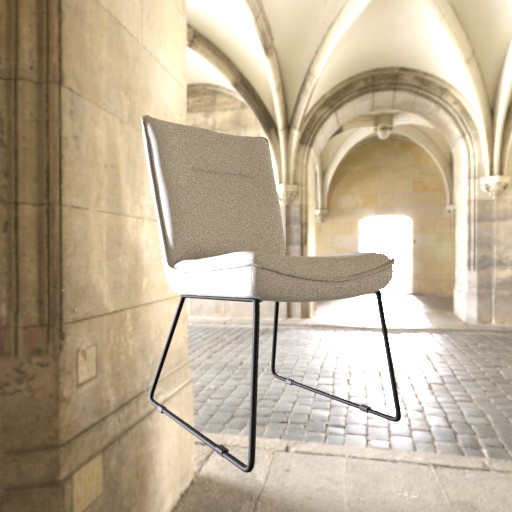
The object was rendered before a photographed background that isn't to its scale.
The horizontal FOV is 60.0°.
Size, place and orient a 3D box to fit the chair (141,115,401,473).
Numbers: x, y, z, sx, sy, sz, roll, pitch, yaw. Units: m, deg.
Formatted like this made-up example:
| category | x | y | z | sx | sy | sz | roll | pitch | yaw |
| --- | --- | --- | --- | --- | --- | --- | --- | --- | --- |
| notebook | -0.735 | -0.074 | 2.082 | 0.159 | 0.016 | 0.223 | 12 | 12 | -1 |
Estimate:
| category | x | y | z | sx | sy | sz | roll | pitch | yaw |
| --- | --- | --- | --- | --- | --- | --- | --- | --- | --- |
| chair | 0.000 | 0.000 | 1.353 | 0.515 | 0.930 | 0.688 | 0 | 0 | -35 |
